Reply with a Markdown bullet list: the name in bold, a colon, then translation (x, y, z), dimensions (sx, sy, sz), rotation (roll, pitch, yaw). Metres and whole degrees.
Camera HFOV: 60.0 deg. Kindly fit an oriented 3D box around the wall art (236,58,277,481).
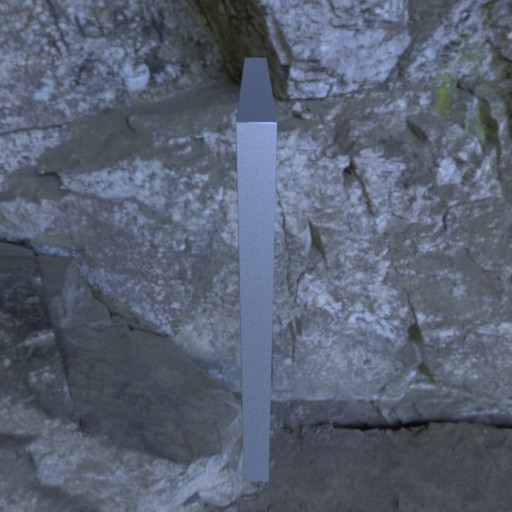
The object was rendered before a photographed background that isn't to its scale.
- **wall art**: translation (0.000, 0.000, 0.739), dimensions (0.039, 0.553, 0.445), rotation (0, 31, 0)
